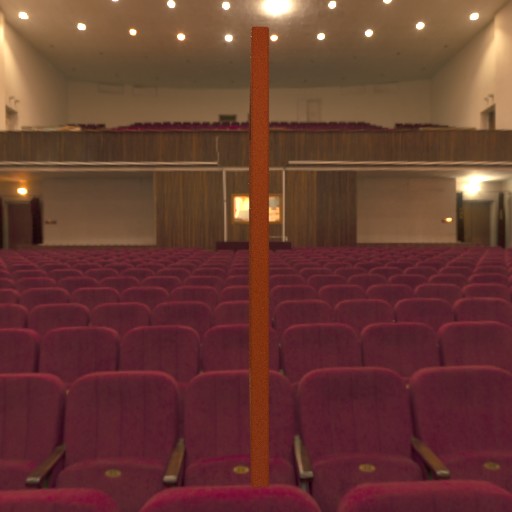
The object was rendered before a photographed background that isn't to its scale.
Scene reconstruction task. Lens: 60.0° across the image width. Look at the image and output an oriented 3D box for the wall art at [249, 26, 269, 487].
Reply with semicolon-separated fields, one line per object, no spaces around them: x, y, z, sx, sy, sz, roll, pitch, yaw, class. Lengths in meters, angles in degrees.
0.000;0.000;0.518;0.015;0.379;0.310;0;1;-1;wall art
